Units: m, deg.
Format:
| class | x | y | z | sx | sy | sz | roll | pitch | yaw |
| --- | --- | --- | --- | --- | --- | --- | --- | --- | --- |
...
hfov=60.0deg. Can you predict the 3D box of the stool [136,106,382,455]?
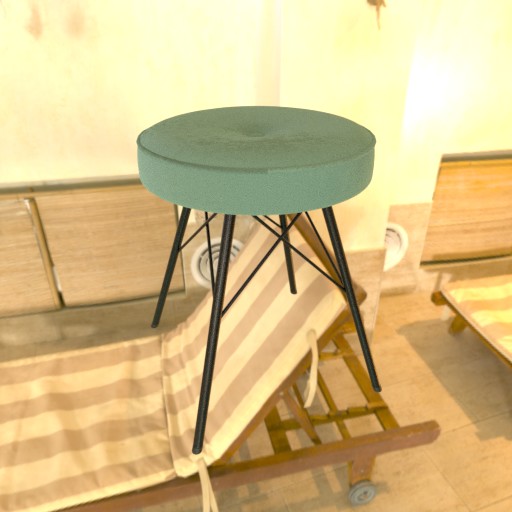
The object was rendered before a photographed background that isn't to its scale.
| class | x | y | z | sx | sy | sz | roll | pitch | yaw |
| --- | --- | --- | --- | --- | --- | --- | --- | --- | --- |
| stool | 0.000 | 0.000 | 0.886 | 0.458 | 0.519 | 0.457 | -7 | 30 | -12 |
